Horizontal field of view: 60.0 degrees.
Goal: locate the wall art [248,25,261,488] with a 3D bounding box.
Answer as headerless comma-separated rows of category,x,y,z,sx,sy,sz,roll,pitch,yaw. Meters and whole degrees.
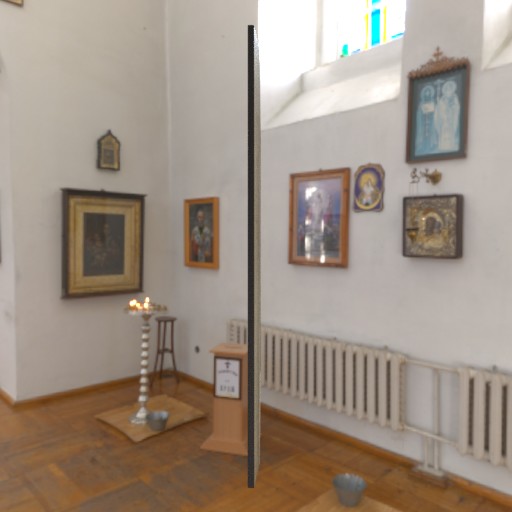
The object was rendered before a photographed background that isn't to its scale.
wall art,0.000,0.000,0.911,0.018,0.660,0.559,0,0,1
